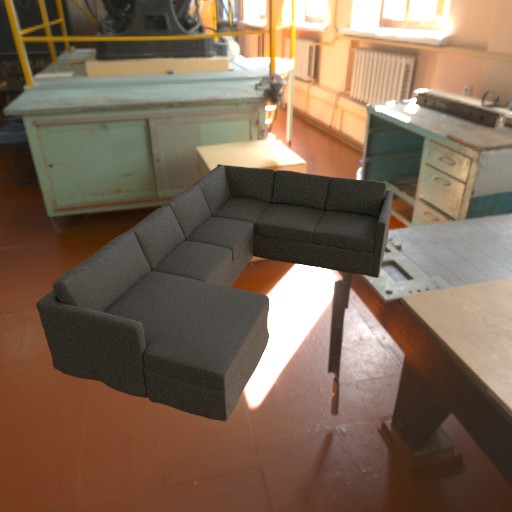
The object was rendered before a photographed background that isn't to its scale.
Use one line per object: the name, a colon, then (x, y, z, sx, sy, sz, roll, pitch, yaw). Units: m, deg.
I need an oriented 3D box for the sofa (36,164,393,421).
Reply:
sofa: (0.000, 0.000, 4.645, 2.476, 0.878, 3.528, 10, 31, 17)
